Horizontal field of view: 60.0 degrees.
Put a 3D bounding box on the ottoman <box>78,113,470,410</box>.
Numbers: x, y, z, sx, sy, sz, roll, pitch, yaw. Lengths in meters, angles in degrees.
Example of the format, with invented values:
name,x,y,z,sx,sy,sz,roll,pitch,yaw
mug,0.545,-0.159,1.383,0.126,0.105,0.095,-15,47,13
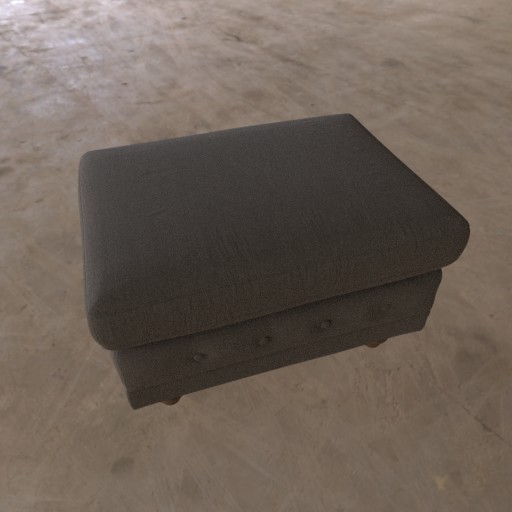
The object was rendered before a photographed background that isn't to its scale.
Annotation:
name,x,y,z,sx,sy,sz,roll,pitch,yaw
ottoman,0.000,0.000,1.132,0.771,0.500,0.569,-12,43,-13
